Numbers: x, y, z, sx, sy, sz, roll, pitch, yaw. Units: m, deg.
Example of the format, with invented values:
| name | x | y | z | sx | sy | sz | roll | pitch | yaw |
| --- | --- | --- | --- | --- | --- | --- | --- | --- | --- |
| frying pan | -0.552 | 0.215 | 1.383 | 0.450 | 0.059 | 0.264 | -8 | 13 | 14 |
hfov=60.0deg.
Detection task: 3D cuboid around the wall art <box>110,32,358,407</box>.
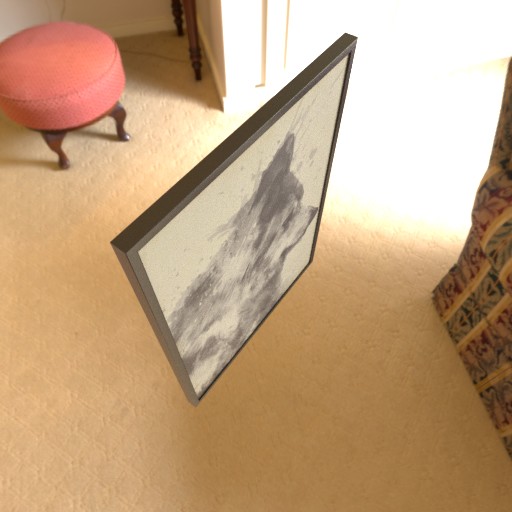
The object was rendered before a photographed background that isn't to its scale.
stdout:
| name | x | y | z | sx | sy | sz | roll | pitch | yaw |
| --- | --- | --- | --- | --- | --- | --- | --- | --- | --- |
| wall art | 0.000 | 0.000 | 1.388 | 0.039 | 1.061 | 0.804 | 32 | 63 | 19 |
